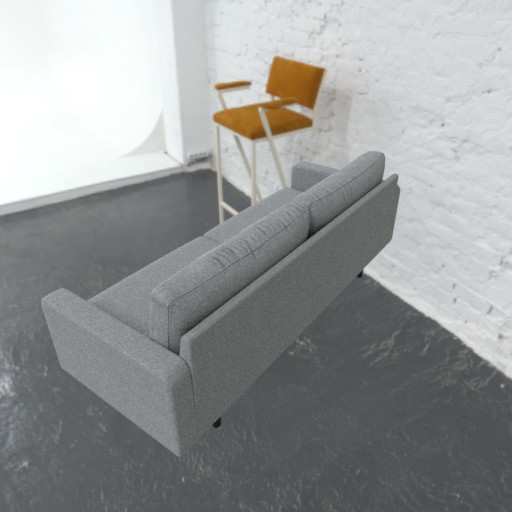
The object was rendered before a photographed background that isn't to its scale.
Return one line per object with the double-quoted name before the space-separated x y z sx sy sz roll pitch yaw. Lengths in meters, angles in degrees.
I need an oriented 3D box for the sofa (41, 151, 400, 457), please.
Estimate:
"sofa" 0.000 0.000 2.622 0.880 0.880 2.200 21 38 30
